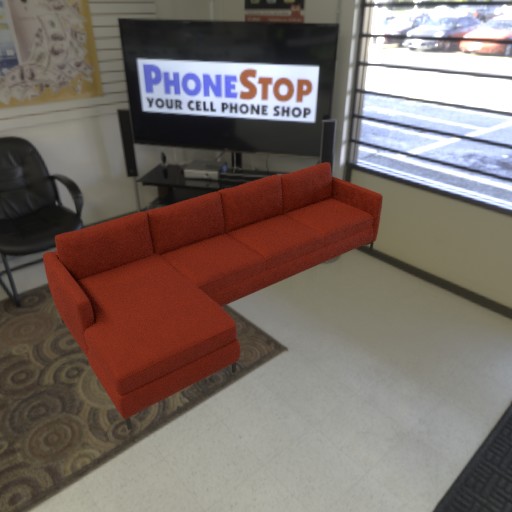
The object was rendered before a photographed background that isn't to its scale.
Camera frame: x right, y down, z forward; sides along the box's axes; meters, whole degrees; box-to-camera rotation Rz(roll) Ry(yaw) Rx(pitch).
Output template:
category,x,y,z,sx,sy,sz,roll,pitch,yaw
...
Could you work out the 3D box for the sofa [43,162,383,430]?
category,x,y,z,sx,sy,sz,roll,pitch,yaw
sofa,0.000,0.000,3.024,2.467,0.663,1.136,-21,36,-32
